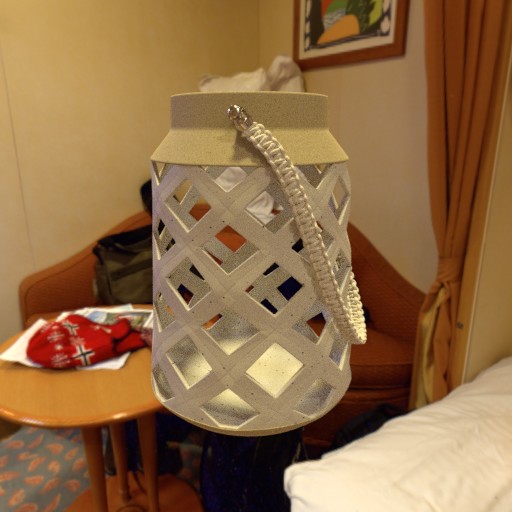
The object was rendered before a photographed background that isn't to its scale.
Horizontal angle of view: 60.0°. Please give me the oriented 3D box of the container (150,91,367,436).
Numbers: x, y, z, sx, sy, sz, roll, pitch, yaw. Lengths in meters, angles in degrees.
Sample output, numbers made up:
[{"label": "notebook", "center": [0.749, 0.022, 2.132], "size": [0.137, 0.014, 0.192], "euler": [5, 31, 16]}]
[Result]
[{"label": "container", "center": [0.000, 0.000, 0.390], "size": [0.198, 0.264, 0.188], "euler": [3, 17, 9]}]
